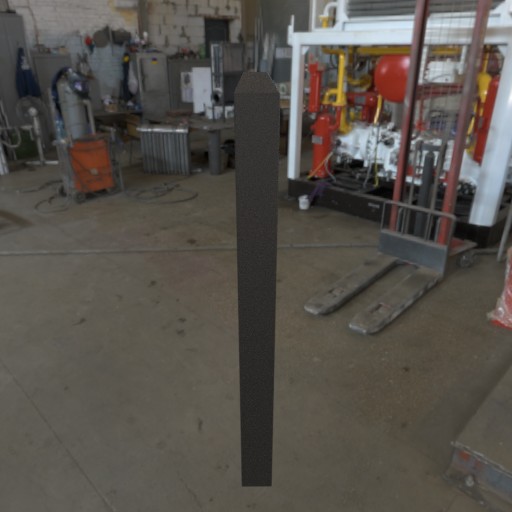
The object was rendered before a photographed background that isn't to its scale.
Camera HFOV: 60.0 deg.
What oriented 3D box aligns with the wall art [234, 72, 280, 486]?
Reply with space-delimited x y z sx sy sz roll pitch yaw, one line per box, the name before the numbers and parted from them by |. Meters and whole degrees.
wall art | 0.000 0.000 0.497 0.030 0.369 0.294 0 25 0
